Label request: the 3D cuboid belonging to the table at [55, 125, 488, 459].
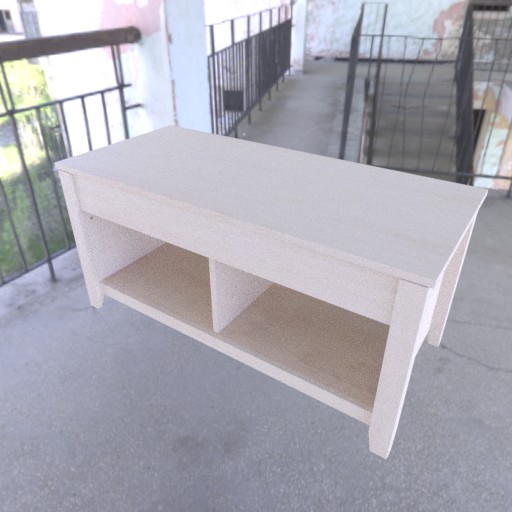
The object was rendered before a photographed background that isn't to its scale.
[{"bbox_3d":[0.000,0.000,1.252,1.016,0.483,0.457,19,36,28],"label":"table"}]
